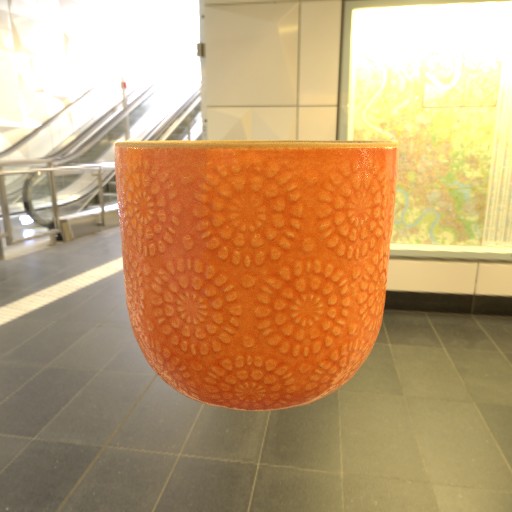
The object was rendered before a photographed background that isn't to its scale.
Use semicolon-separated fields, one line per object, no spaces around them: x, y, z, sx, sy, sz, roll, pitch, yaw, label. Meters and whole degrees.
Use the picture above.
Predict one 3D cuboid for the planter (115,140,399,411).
0.000;0.000;0.288;0.170;0.152;0.170;0;15;0;planter
